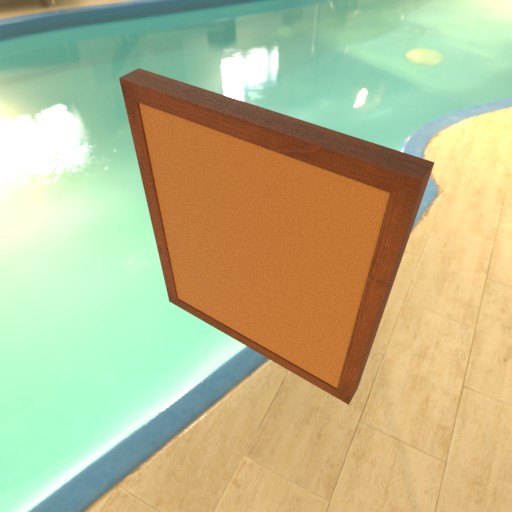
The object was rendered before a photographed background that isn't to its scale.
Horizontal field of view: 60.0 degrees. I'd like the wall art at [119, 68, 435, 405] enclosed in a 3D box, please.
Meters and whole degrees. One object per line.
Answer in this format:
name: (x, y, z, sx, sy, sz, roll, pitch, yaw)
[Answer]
wall art: (0.000, 0.000, 0.553, 0.330, 0.381, 0.030, 25, 51, 23)
